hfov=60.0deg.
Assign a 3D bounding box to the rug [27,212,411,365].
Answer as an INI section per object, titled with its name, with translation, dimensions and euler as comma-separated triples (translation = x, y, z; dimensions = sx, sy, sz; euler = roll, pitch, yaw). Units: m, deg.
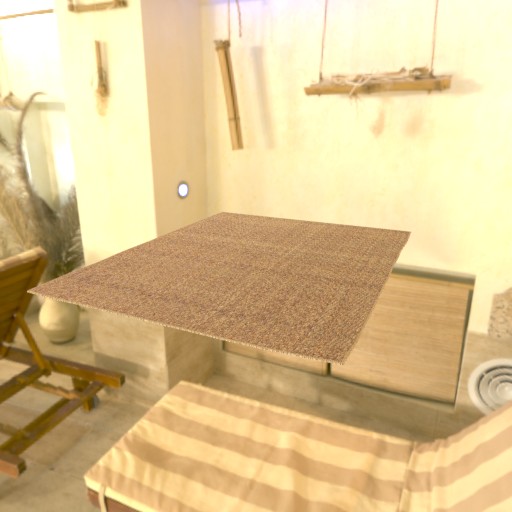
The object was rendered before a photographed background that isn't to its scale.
[rug]
translation = 0.000, 0.000, 4.115
dimensions = 2.439, 0.013, 3.048
euler = 8, 20, 24
